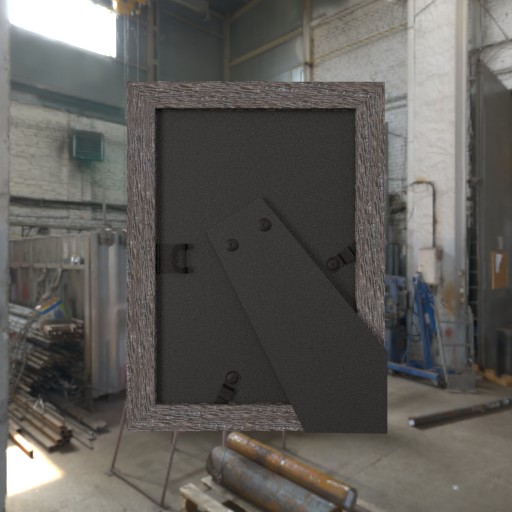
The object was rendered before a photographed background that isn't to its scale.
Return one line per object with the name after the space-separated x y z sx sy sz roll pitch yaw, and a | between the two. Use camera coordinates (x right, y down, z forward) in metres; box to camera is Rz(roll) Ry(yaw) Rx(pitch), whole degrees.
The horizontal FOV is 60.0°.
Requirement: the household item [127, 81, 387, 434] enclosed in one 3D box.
0.000 0.000 0.234 0.133 0.180 0.020 0 0 0 | household item
